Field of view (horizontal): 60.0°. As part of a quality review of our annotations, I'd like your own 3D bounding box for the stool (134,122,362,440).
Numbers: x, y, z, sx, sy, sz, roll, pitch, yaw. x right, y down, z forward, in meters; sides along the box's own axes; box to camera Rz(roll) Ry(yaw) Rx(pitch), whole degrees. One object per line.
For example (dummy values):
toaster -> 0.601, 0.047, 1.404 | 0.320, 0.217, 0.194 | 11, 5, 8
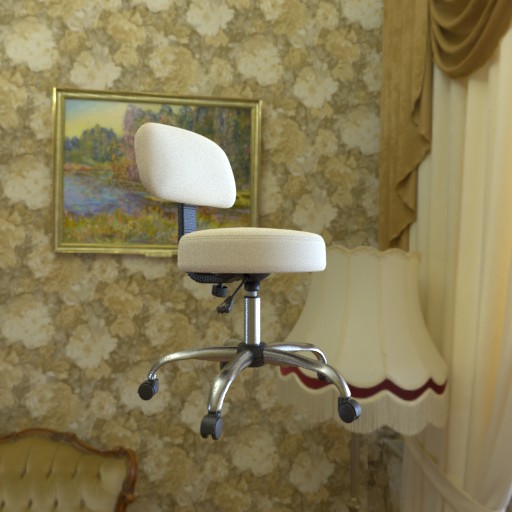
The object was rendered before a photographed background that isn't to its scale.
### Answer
stool -> 0.000, 0.000, 1.252 | 0.616, 0.810, 0.609 | 0, 0, 36
